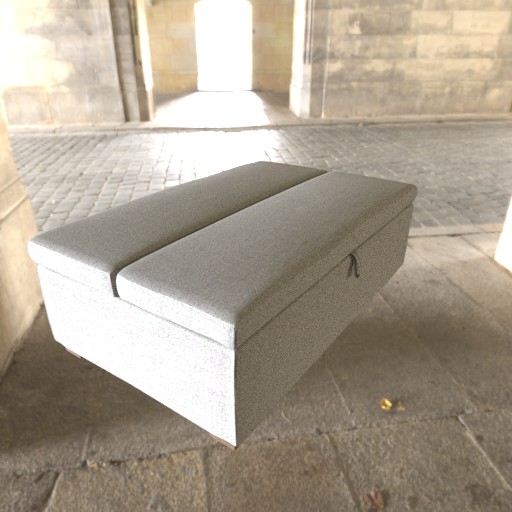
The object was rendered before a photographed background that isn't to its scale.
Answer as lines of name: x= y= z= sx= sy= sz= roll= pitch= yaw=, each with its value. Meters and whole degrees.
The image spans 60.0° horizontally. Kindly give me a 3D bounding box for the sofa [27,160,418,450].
sofa: x=0.000 y=0.000 z=1.640 sx=0.817 sy=0.434 sz=1.250 roll=17 pitch=30 yaw=31
